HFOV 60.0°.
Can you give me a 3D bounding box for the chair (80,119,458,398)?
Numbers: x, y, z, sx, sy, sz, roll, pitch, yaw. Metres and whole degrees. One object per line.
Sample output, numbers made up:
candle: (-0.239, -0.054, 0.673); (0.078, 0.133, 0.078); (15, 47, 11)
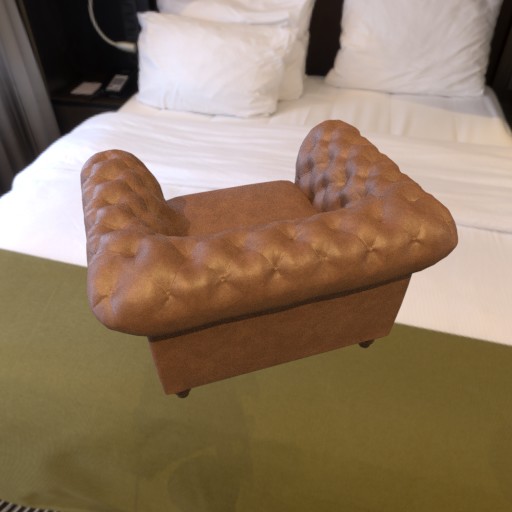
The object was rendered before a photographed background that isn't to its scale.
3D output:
chair: (0.000, 0.000, 1.895); (1.298, 0.784, 0.954); (-12, 41, -14)
